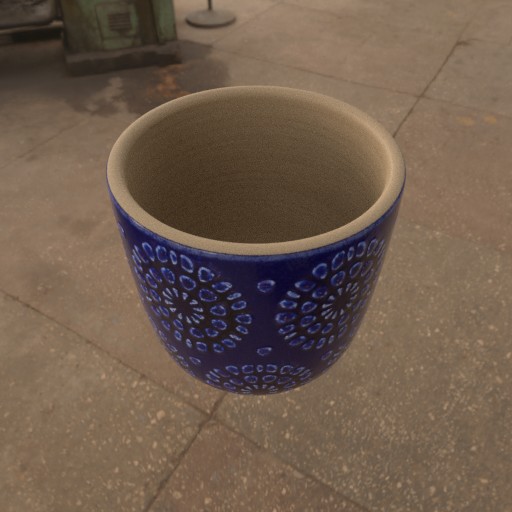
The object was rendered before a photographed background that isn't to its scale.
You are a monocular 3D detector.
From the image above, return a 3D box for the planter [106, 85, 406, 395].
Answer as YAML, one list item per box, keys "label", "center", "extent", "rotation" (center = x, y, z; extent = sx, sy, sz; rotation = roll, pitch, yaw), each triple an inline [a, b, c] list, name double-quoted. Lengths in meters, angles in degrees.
- label: "planter"
  center: [0.000, 0.000, 0.202]
  extent: [0.109, 0.112, 0.109]
  rotation: [0, 46, 0]
